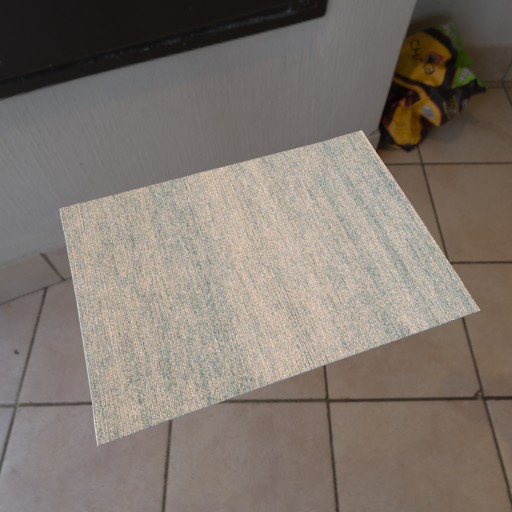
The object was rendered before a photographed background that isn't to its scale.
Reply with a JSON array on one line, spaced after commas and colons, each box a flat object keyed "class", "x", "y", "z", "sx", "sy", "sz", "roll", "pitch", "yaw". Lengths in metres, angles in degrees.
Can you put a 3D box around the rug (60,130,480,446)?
[{"class": "rug", "x": 0.000, "y": 0.000, "z": 2.851, "sx": 2.306, "sy": 0.030, "sz": 1.613, "roll": -17, "pitch": 60, "yaw": -10}]
